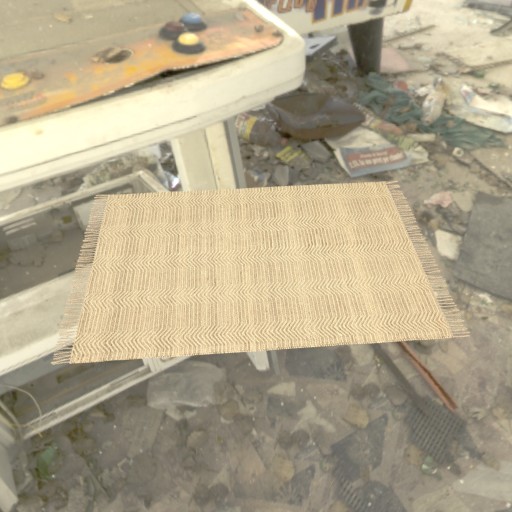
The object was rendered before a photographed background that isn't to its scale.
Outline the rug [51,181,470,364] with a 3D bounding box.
[{"bbox_3d":[0.000,0.000,2.516,2.021,0.027,1.224,-3,47,-3],"label":"rug"}]
